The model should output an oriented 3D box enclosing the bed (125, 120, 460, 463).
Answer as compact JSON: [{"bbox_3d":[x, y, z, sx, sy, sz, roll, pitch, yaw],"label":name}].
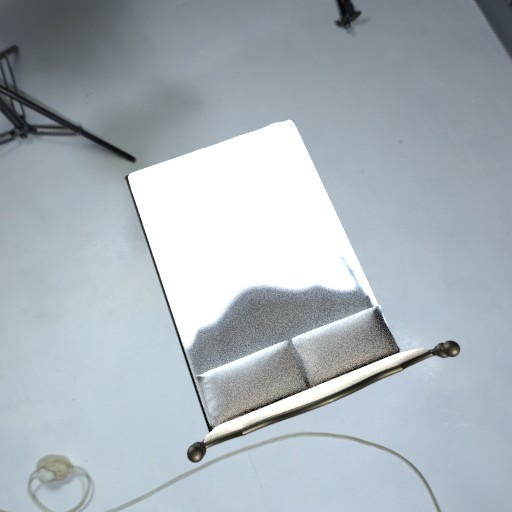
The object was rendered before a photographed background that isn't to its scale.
[{"bbox_3d":[0.000,0.000,3.226,1.533,1.462,2.170,-20,75,-6],"label":"bed"}]
